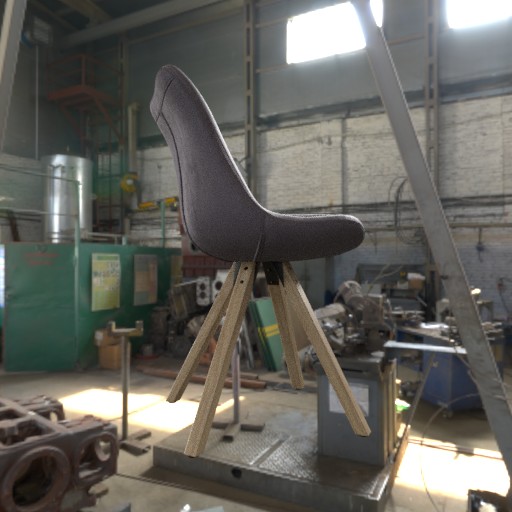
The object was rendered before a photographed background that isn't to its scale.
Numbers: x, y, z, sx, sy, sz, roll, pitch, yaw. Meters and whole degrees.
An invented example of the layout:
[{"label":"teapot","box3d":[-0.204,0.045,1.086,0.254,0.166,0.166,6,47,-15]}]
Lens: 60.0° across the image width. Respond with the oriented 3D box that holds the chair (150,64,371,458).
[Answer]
[{"label":"chair","box3d":[0.000,0.000,1.199,0.547,0.865,0.483,0,0,-17]}]
